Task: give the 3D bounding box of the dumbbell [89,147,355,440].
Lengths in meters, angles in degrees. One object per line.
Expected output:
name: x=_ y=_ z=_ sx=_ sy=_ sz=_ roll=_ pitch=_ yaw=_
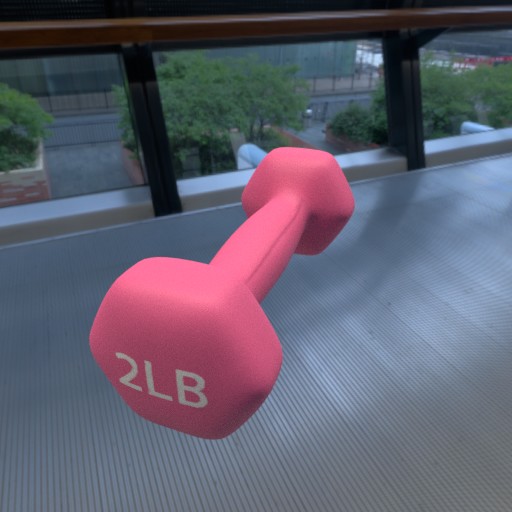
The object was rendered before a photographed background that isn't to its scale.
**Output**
dumbbell: x=0.000 y=0.000 z=0.177 sx=0.058 sy=0.053 sz=0.146 roll=11 pitch=31 yaw=18
